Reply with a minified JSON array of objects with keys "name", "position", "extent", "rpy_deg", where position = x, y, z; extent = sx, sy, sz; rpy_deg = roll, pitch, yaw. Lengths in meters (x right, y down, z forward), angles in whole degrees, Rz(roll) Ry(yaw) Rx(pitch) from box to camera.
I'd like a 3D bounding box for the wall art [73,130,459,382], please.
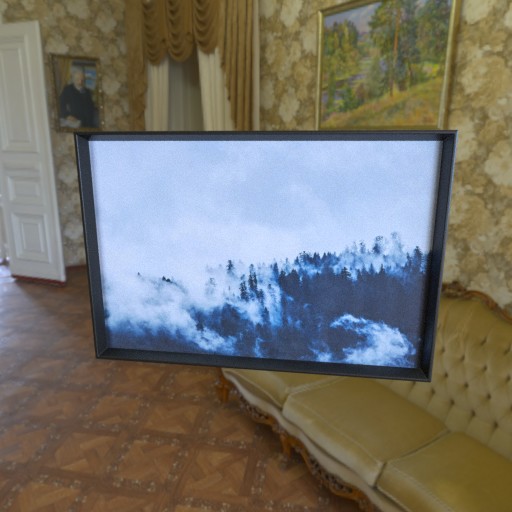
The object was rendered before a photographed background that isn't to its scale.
[{"name":"wall art","position":[0.000,0.000,1.179],"extent":[0.939,0.640,0.058],"rpy_deg":[2,15,8]}]
